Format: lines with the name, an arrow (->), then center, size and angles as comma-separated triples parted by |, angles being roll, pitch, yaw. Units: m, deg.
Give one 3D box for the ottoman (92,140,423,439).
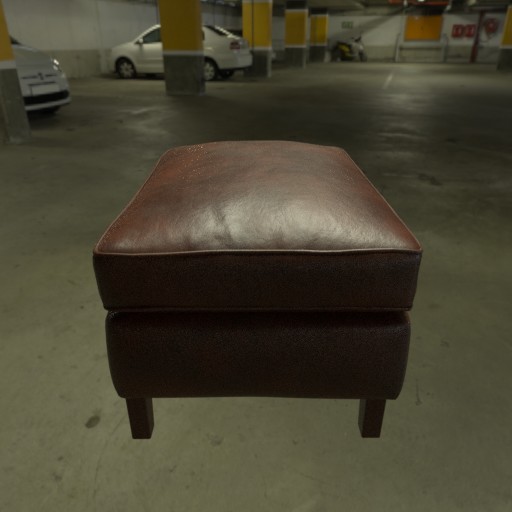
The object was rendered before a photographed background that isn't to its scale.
ottoman -> 0.000, 0.000, 0.958 | 0.501, 0.432, 0.665 | 0, 26, 0
